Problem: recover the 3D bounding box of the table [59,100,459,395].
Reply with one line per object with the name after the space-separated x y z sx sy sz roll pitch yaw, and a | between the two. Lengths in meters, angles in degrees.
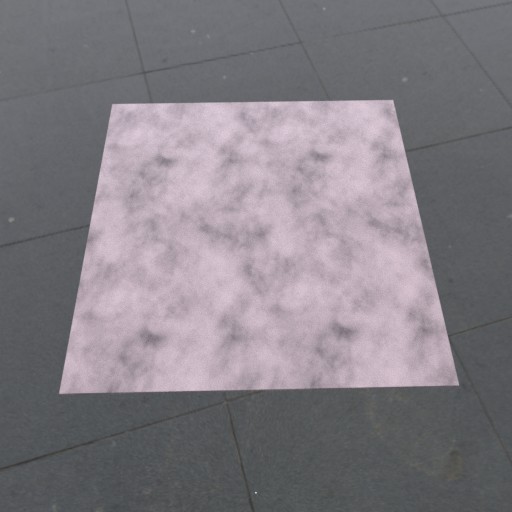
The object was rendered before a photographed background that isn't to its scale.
0.000 0.000 1.033 0.670 0.305 0.670 -1 62 -1 | table
